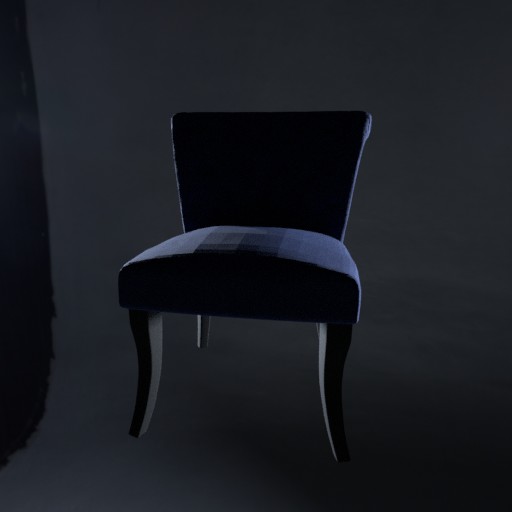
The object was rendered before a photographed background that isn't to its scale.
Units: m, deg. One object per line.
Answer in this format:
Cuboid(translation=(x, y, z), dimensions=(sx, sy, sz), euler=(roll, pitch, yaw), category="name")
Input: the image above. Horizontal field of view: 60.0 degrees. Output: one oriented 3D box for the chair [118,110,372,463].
Cuboid(translation=(0.000, 0.000, 1.179), dimensions=(0.585, 0.753, 0.606), euler=(3, 16, 10), category="chair")
